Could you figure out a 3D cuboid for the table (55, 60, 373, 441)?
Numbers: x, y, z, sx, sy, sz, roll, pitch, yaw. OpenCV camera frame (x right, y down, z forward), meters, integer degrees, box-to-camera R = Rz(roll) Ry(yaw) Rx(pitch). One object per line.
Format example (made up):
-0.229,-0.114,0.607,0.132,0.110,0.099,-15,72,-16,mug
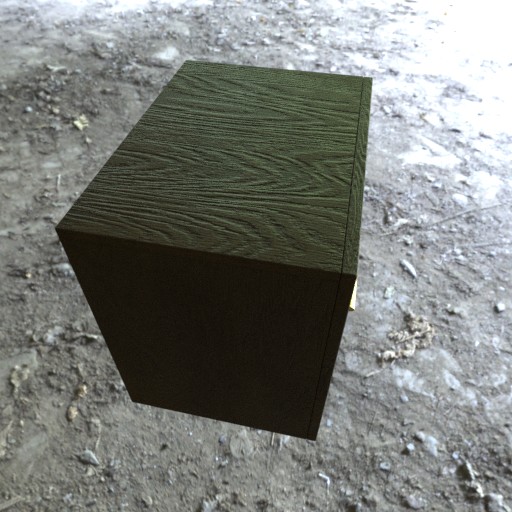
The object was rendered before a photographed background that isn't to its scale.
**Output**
0.000,0.000,0.968,0.439,0.585,0.560,9,47,8,table
